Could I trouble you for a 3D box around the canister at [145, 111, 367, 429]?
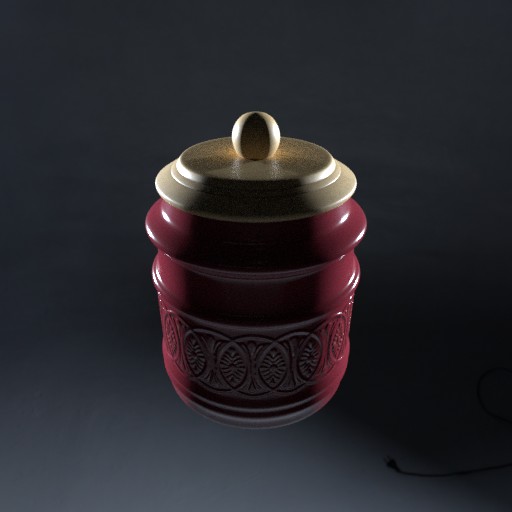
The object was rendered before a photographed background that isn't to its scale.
[{"bbox_3d":[0.000,0.000,0.280,0.130,0.176,0.130,0,30,0],"label":"canister"}]
